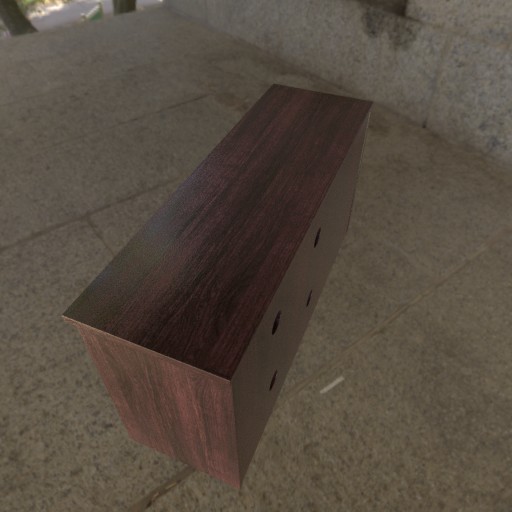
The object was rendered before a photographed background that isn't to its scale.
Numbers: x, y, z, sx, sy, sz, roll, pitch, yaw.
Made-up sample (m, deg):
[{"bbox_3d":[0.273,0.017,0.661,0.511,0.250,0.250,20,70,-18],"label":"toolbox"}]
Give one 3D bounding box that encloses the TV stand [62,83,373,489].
[{"bbox_3d":[0.000,0.000,1.464,0.404,0.614,1.192,17,47,16],"label":"TV stand"}]
